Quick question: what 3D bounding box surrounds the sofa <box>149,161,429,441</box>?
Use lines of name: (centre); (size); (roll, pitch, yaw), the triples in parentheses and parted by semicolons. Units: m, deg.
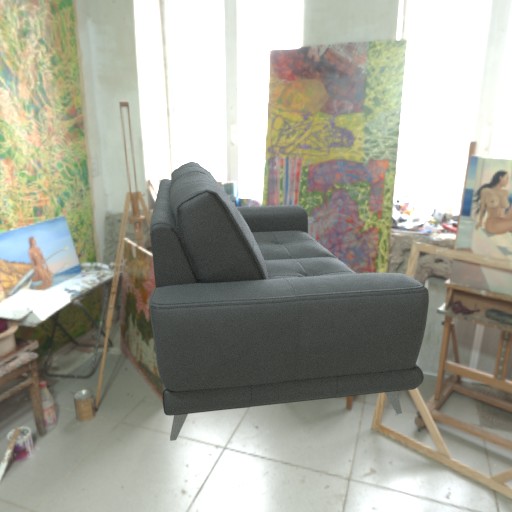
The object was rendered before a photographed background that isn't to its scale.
sofa: (0.000, 0.000, 2.368); (1.018, 0.907, 1.806); (-3, 17, -10)
